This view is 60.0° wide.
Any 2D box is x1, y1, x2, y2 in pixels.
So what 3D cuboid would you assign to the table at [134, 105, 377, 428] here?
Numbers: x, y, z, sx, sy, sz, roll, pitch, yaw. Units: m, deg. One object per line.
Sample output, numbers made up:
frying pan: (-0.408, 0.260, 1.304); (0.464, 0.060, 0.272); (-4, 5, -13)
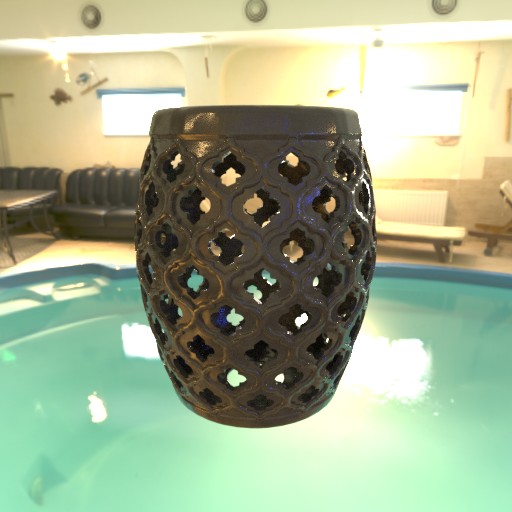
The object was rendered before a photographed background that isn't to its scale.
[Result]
table: (0.000, 0.000, 0.621); (0.325, 0.388, 0.325); (0, 16, 0)
